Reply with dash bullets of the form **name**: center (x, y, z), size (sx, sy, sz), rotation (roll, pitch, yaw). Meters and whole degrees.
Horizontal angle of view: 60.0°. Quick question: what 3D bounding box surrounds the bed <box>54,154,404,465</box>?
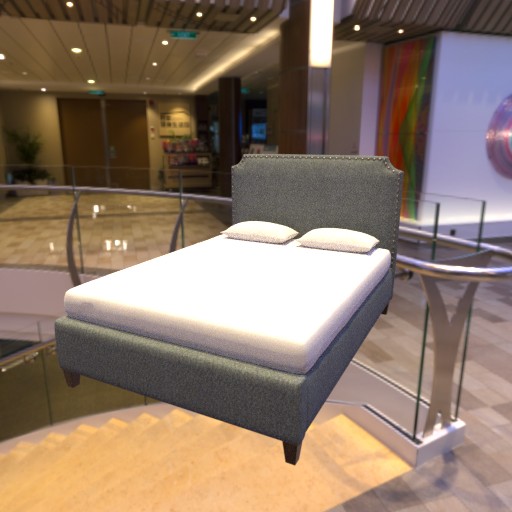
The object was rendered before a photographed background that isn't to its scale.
- **bed**: center (0.000, 0.000, 3.384), size (1.712, 1.443, 2.372), rotation (7, 16, 26)
